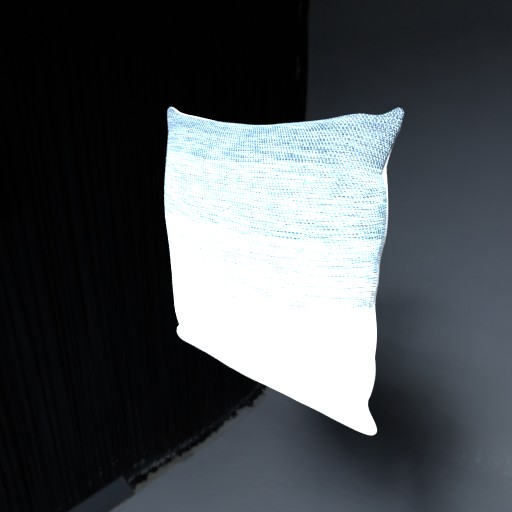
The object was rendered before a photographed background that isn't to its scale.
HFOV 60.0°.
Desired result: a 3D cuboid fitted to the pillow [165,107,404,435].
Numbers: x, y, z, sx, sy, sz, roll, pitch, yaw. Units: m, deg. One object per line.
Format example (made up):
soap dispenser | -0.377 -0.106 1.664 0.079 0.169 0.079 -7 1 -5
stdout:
pillow | 0.000 0.000 0.683 0.440 0.441 0.182 16 23 41
